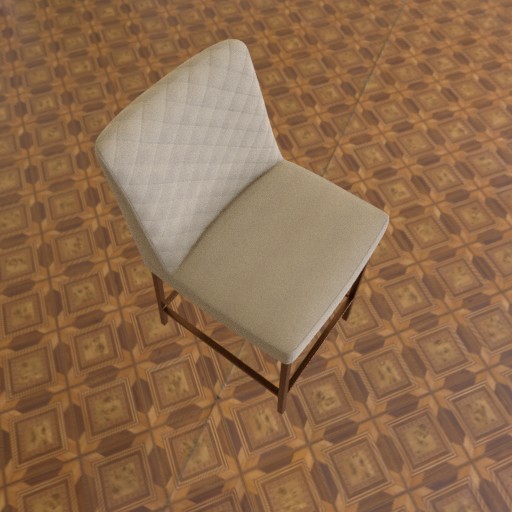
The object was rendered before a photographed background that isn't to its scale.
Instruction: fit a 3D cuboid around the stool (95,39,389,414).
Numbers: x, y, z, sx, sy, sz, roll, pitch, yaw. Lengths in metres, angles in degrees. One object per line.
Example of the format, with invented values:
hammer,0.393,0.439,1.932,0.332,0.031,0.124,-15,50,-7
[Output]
stool,0.000,0.000,1.297,0.576,0.973,0.507,33,64,18
